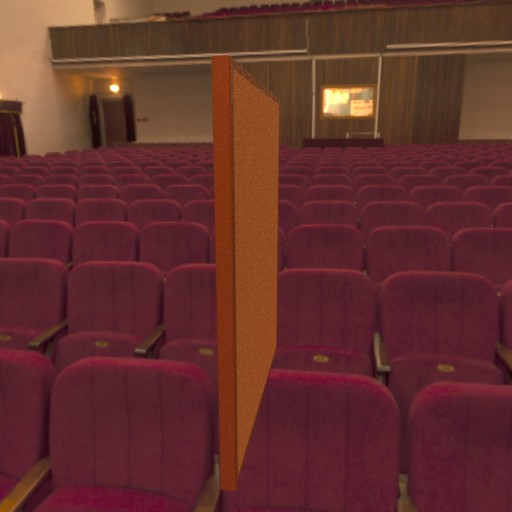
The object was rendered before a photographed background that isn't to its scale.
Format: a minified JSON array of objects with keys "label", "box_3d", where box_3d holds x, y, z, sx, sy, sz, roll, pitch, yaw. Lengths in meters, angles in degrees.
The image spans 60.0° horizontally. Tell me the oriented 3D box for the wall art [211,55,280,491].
[{"label":"wall art","box_3d":[0.000,0.000,0.519,0.015,0.379,0.310,2,14,9]}]
